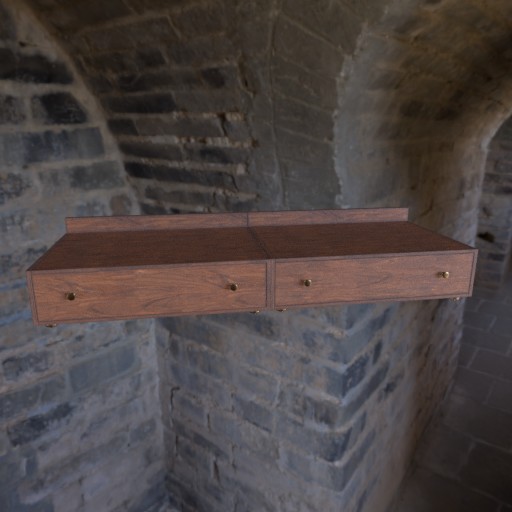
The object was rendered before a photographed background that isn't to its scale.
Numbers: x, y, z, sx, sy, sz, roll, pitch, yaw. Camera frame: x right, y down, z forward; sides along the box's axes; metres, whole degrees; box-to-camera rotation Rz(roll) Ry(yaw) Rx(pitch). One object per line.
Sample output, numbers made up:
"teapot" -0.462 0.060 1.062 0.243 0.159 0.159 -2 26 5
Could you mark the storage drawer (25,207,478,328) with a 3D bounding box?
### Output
"storage drawer" 0.000 0.000 2.220 1.914 0.339 0.774 -3 16 -9
